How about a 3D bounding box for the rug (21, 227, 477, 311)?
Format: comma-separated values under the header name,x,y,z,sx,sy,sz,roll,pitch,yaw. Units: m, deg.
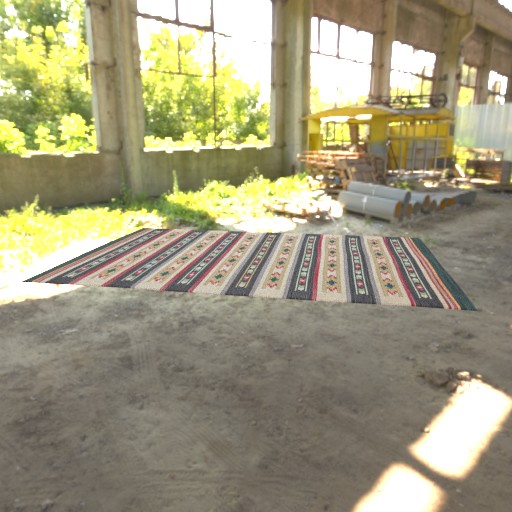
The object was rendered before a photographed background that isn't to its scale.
name,x,y,z,sx,sy,sz,roll,pitch,yaw
rug,0.000,0.000,2.308,1.825,0.009,1.221,3,15,10
